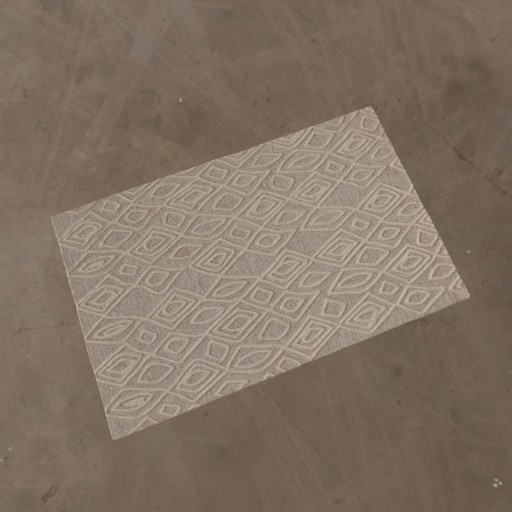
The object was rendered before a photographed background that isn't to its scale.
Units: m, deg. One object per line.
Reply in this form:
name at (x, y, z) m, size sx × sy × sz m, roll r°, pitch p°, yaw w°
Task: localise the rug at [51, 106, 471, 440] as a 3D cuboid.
rug at (0.000, 0.000, 2.979) m, size 2.442 × 0.010 × 1.546 m, roll -20°, pitch 75°, yaw -6°
